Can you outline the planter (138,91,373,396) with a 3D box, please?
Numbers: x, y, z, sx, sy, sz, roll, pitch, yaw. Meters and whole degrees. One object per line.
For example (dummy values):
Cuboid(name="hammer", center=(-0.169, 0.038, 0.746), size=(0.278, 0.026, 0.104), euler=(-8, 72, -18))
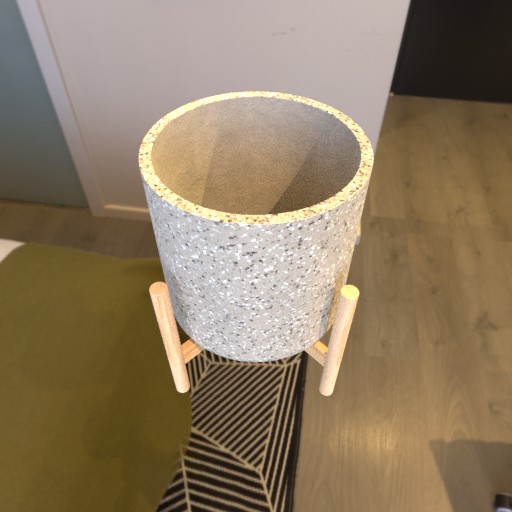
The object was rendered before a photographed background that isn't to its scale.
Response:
Cuboid(name="planter", center=(0.000, 0.000, 0.732), size=(0.360, 0.419, 0.360), euler=(-16, 49, -14))
